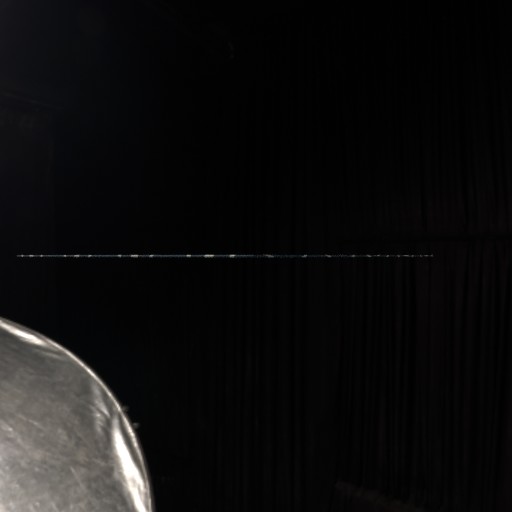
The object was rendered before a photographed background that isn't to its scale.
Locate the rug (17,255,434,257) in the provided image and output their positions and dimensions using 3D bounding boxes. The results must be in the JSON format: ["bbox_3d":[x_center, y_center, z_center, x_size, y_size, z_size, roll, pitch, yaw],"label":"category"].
[{"bbox_3d":[0.000,0.000,4.274,2.438,0.010,3.353,0,0,36],"label":"rug"}]
